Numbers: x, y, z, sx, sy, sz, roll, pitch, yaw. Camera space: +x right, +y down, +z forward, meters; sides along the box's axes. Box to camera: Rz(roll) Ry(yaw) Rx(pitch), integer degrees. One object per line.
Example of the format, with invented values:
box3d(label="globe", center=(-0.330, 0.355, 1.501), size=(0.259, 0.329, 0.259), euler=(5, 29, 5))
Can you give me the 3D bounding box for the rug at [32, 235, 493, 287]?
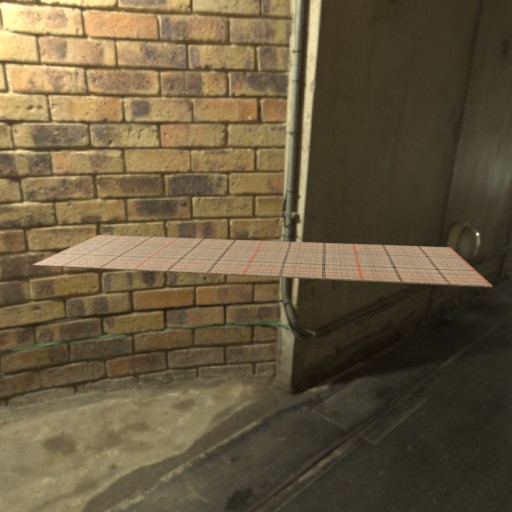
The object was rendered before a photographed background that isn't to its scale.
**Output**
box3d(label="rug", center=(0.000, 0.000, 2.689), size=(2.439, 0.008, 0.762), euler=(2, 16, 8))
